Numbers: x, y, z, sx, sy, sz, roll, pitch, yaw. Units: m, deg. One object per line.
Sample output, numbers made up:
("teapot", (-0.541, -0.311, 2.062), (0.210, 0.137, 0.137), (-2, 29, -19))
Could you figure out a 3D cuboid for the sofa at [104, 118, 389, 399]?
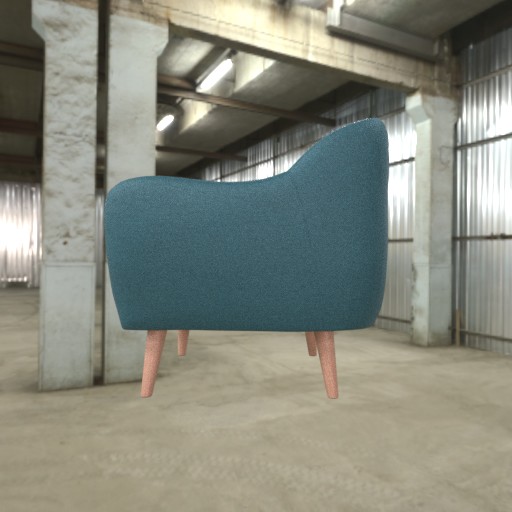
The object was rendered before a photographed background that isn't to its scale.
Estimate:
("sofa", (0.000, 0.000, 1.559), (0.825, 0.817, 0.836), (0, 0, 1))
